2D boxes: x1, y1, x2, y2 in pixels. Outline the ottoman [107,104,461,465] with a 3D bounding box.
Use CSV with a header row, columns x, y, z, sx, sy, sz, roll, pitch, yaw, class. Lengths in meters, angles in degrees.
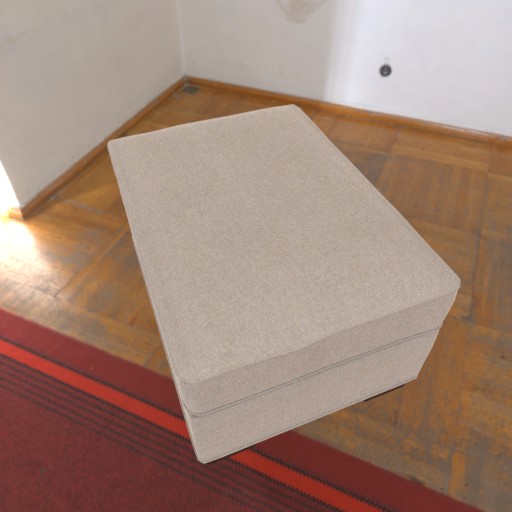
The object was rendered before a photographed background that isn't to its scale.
x,y,z,sx,sy,sz,roll,pitch,yaw,class
0.000,0.000,1.244,0.617,0.503,0.846,-16,48,-15,ottoman
